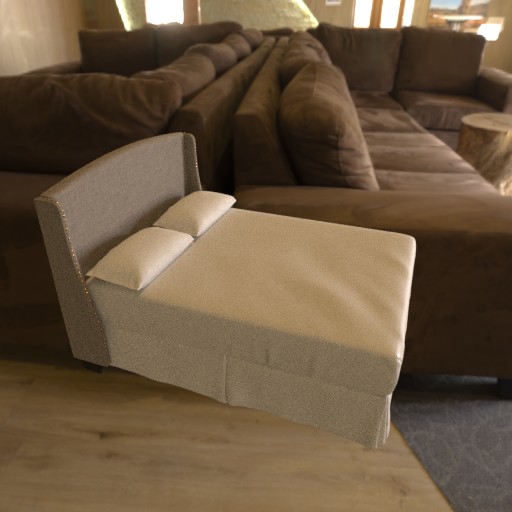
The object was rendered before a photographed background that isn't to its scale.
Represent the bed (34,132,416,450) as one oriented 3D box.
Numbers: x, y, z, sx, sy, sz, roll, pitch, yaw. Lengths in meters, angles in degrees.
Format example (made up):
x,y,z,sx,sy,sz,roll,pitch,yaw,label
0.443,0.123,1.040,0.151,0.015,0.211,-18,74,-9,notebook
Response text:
x,y,z,sx,sy,sz,roll,pitch,yaw,label
0.000,0.000,3.280,2.237,1.407,1.710,10,31,18,bed
